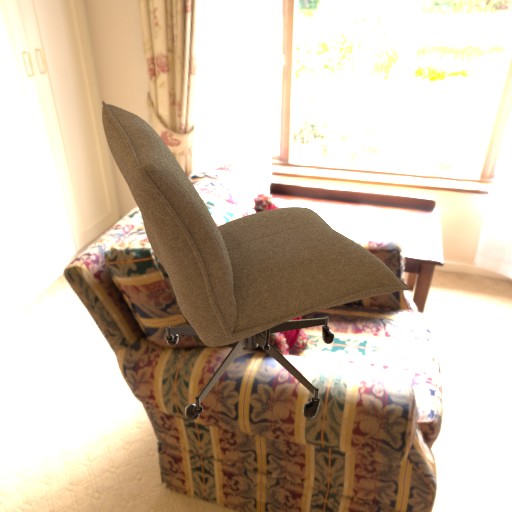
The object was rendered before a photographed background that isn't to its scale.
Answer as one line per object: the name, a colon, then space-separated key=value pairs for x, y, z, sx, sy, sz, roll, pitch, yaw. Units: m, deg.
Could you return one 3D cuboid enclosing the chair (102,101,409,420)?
chair: x=0.000 y=0.000 z=1.282 sx=0.696 sy=0.811 sz=0.597 roll=-12 pitch=32 yaw=-19
